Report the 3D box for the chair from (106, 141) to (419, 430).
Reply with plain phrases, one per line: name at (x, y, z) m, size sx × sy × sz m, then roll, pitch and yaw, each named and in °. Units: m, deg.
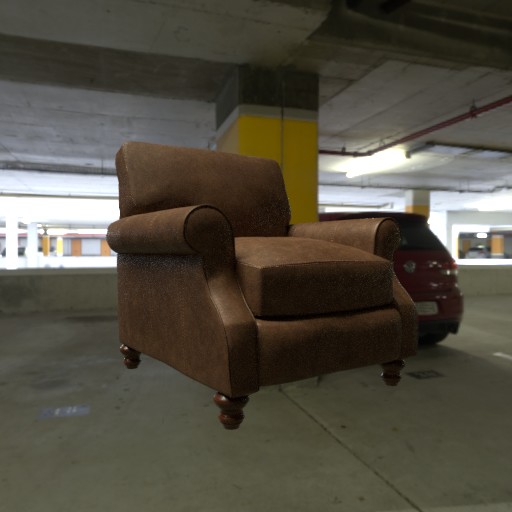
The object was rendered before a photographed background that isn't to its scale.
chair at (0.000, 0.000, 1.787) m, size 0.996 × 0.976 × 1.002 m, roll 0°, pitch 1°, yaw -36°
